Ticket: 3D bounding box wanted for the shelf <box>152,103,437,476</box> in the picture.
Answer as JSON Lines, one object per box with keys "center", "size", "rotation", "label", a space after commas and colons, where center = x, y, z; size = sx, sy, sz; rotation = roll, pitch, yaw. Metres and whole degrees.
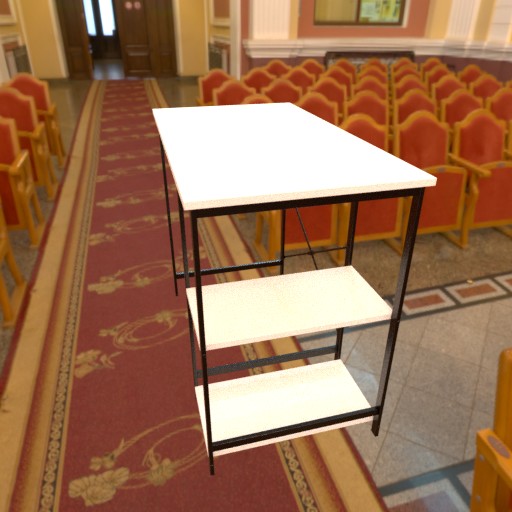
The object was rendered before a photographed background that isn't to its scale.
{"center": [0.000, 0.000, 1.378], "size": [0.498, 0.750, 0.902], "rotation": [-7, 29, -13], "label": "shelf"}
